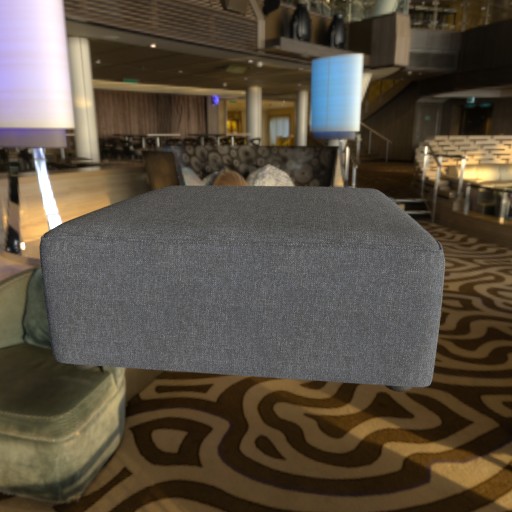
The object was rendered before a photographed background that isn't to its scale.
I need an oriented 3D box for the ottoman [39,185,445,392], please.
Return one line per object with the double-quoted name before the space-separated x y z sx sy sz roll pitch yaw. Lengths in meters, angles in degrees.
"ottoman" 0.000 0.000 1.545 1.000 0.439 1.000 2 15 7
